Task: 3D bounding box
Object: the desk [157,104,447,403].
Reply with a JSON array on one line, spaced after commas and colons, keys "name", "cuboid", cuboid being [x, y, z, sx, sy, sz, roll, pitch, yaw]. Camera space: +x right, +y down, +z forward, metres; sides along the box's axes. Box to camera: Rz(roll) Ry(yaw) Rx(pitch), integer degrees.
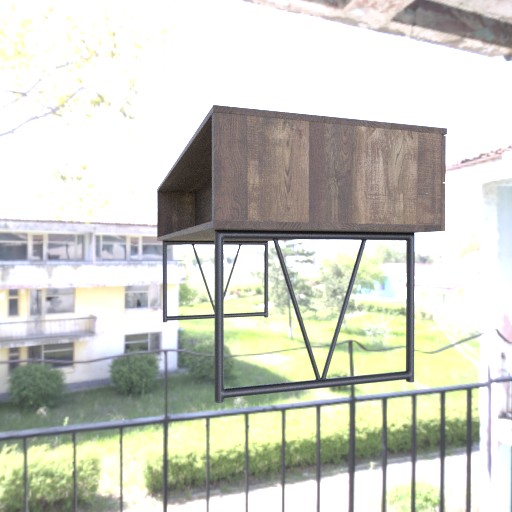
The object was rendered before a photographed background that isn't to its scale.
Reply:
[{"name": "desk", "cuboid": [0.000, 0.000, 1.984, 0.730, 0.780, 1.600, 0, 1, -18]}]
